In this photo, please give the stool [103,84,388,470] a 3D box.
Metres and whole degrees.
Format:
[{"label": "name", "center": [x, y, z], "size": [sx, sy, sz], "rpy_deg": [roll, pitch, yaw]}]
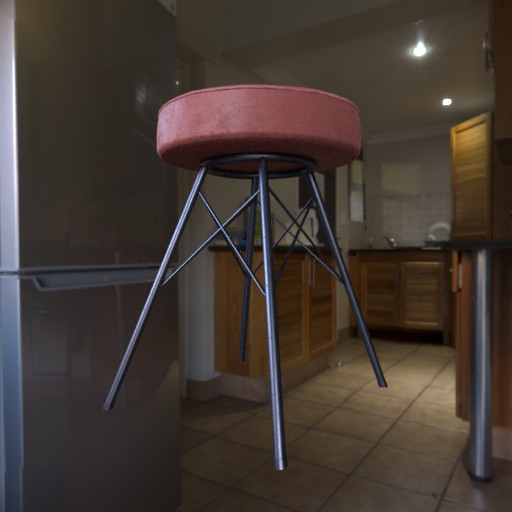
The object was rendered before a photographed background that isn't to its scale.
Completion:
[{"label": "stool", "center": [0.000, 0.000, 0.922], "size": [0.421, 0.593, 0.457], "rpy_deg": [1, 2, 35]}]
